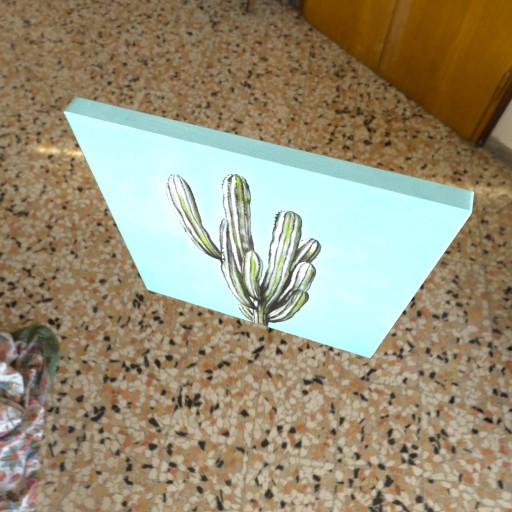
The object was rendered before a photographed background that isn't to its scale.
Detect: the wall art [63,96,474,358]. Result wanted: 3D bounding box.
[{"bbox_3d":[0.000,0.000,1.129,0.765,0.766,0.054,16,60,9],"label":"wall art"}]
